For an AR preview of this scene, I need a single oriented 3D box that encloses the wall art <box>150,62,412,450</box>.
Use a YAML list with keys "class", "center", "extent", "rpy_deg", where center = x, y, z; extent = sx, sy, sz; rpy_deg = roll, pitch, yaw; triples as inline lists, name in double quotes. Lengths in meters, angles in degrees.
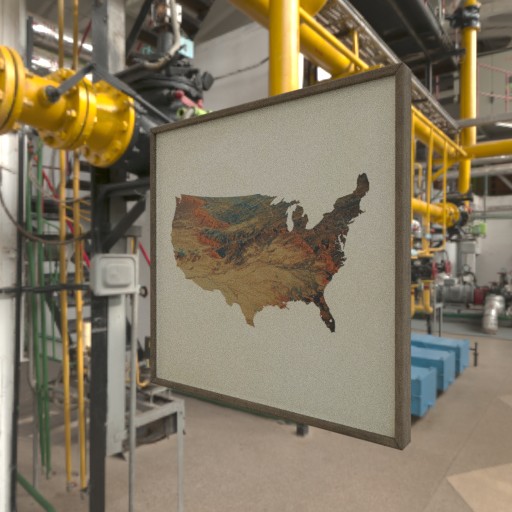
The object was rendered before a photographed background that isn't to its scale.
- class: "wall art"
  center: [0.000, 0.000, 1.100]
  extent: [0.749, 0.751, 0.050]
  rpy_deg: [0, 0, 37]
